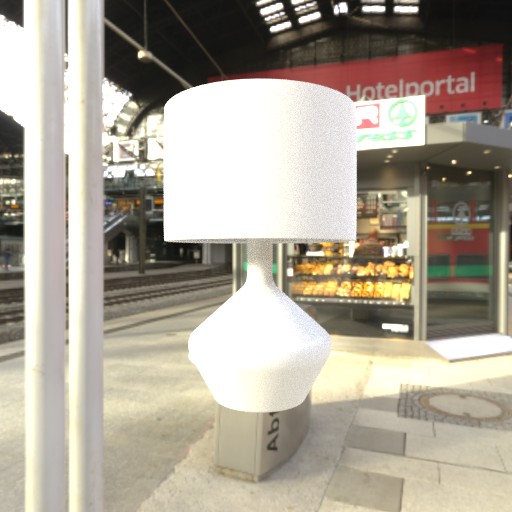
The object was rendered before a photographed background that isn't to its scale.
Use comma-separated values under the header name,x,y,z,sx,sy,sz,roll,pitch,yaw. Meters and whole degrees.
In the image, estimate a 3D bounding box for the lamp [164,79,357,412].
name,x,y,z,sx,sy,sz,roll,pitch,yaw
lamp,0.000,0.000,0.848,0.401,0.457,0.546,0,0,19
